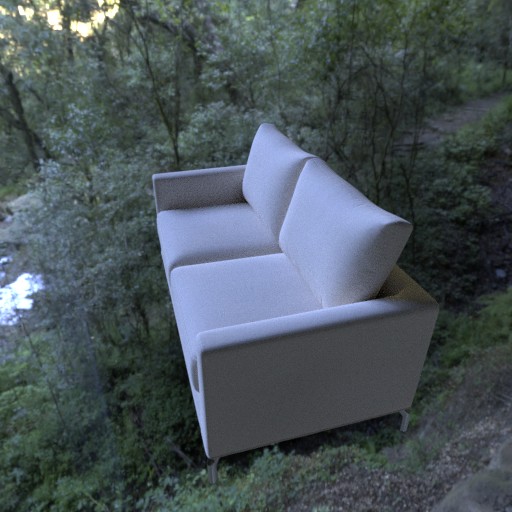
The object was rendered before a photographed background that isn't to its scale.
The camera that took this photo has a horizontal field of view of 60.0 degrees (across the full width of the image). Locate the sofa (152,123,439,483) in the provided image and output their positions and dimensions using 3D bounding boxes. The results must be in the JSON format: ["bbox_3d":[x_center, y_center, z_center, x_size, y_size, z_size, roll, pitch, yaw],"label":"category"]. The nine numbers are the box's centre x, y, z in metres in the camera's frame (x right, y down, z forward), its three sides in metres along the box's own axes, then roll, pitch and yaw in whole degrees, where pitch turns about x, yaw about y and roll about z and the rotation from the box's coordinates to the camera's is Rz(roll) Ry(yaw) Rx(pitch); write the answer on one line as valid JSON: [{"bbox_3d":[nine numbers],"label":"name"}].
[{"bbox_3d":[0.000,0.000,2.306,0.906,0.995,1.739,-8,31,-14],"label":"sofa"}]
